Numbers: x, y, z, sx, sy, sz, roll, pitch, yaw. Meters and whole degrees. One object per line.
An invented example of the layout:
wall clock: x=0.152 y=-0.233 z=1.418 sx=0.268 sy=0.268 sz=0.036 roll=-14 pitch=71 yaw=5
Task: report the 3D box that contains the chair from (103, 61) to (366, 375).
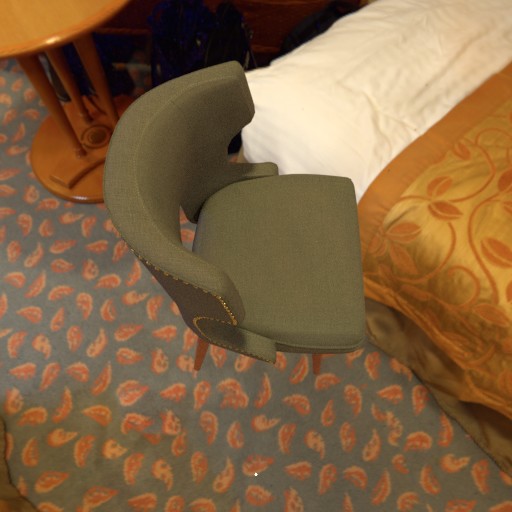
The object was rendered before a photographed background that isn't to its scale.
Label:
chair: x=0.000 y=0.000 z=1.231 sx=0.581 sy=0.863 sz=0.595 roll=2 pitch=64 yaw=1
